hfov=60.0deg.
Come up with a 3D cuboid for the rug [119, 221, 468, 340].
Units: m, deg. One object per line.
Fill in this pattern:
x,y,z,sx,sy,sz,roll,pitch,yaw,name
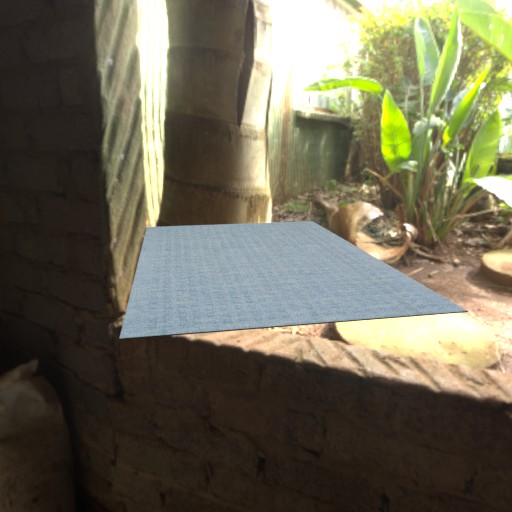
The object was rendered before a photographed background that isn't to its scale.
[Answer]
0.000,0.000,2.954,1.522,0.006,2.286,-3,15,-10,rug
